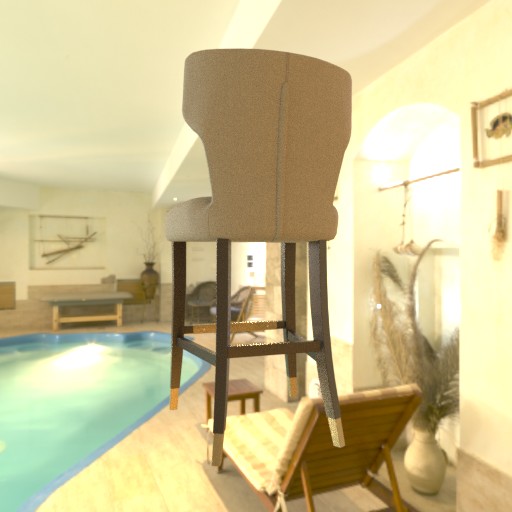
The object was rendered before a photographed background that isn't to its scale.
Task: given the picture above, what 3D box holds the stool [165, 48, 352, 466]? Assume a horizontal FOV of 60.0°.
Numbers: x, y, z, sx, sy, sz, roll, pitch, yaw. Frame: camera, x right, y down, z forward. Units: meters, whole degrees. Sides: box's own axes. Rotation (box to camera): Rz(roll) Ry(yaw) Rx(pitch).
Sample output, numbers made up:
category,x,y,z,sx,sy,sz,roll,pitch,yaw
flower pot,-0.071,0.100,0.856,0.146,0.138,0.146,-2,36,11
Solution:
category,x,y,z,sx,sy,sz,roll,pitch,yaw
stool,0.000,0.000,1.421,0.526,1.092,0.563,0,0,-18
